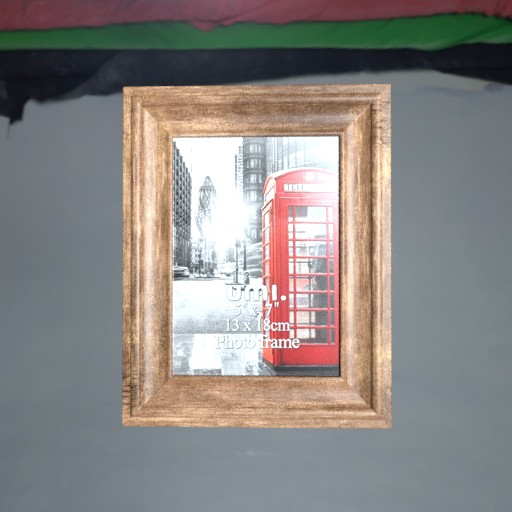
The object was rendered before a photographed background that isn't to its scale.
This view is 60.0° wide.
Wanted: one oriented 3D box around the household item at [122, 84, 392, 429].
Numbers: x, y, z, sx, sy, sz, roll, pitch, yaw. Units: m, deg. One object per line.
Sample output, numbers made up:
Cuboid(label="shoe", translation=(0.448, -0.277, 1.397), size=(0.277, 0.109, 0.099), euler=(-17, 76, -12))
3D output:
Cuboid(label="household item", translation=(0.000, 0.000, 0.314), size=(0.186, 0.237, 0.018), euler=(0, 0, 2))
